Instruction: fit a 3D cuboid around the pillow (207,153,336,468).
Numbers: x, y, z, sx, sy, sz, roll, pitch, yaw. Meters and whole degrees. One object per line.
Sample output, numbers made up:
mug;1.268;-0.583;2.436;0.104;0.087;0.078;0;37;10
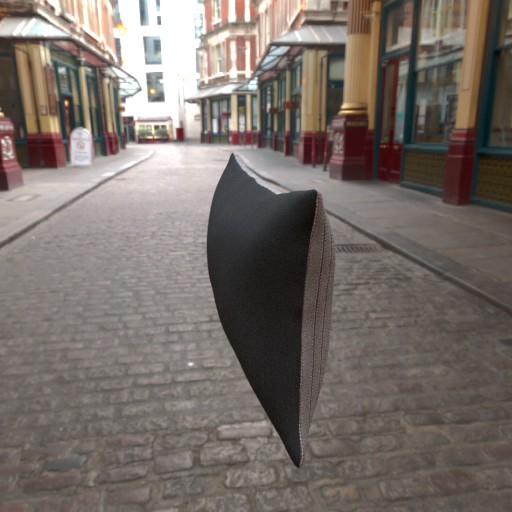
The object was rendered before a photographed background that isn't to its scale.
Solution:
pillow;0.000;0.000;0.716;0.151;0.305;0.609;-3;15;-10
